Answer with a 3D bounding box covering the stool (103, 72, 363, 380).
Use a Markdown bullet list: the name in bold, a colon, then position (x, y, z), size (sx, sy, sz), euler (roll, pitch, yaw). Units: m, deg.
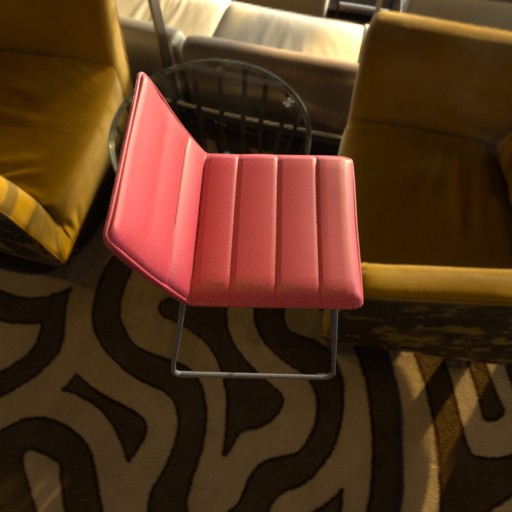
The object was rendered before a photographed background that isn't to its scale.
- **stool**: position (0.000, 0.000, 1.167), size (0.524, 0.866, 0.489), euler (2, 64, 1)
